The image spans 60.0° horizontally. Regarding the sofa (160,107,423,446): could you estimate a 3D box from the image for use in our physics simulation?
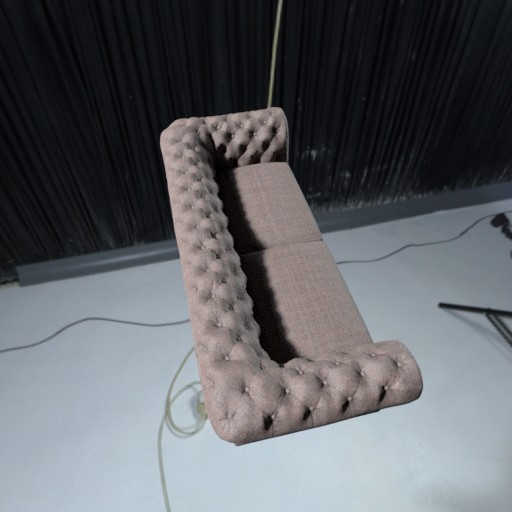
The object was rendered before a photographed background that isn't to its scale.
[{"bbox_3d":[0.000,0.000,2.811,0.944,0.787,2.385,-10,49,-9],"label":"sofa"}]
